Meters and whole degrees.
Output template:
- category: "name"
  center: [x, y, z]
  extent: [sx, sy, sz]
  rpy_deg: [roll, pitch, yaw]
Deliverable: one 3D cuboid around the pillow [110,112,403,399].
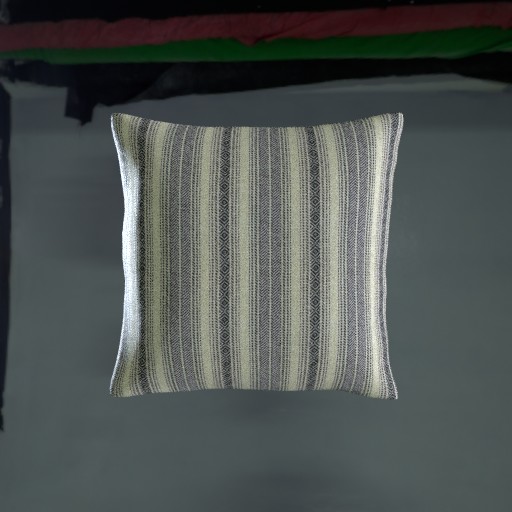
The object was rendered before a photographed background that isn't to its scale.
- category: "pillow"
  center: [0.000, 0.000, 0.789]
  extent: [0.520, 0.508, 0.166]
  rpy_deg: [0, 1, 1]
